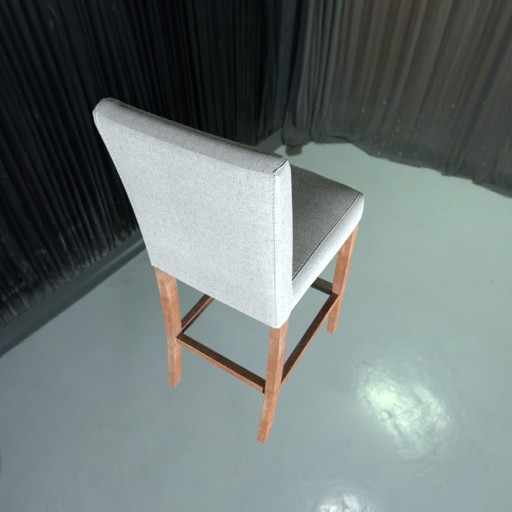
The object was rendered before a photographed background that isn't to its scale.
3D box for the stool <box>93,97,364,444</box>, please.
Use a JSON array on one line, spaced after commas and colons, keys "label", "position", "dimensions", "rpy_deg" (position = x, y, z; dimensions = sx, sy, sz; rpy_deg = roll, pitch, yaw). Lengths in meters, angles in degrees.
[{"label": "stool", "position": [0.000, 0.000, 1.321], "dimensions": [0.439, 1.088, 0.570], "rpy_deg": [24, 50, 22]}]
